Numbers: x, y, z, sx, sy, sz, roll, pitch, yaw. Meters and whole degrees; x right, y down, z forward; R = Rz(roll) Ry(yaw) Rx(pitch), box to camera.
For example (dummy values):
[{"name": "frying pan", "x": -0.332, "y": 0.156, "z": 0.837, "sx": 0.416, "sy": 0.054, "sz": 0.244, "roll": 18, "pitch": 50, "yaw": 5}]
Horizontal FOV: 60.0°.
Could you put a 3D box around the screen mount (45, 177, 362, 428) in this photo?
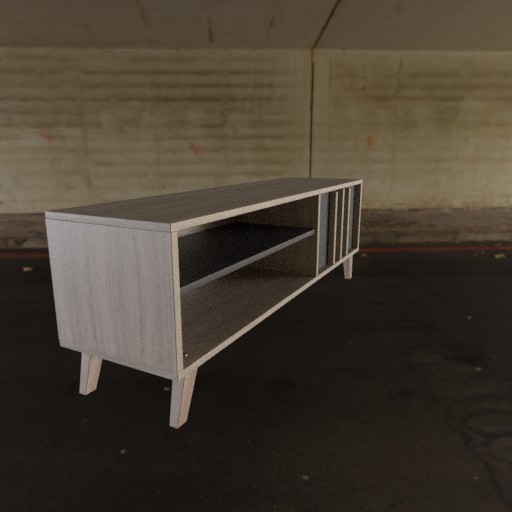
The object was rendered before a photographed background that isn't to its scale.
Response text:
[{"name": "screen mount", "x": 0.000, "y": 0.000, "z": 1.718, "sx": 0.401, "sy": 0.509, "sz": 1.500, "roll": 7, "pitch": 16, "yaw": 27}]
